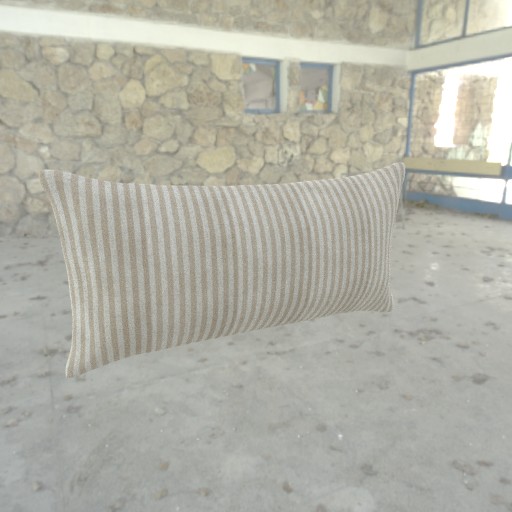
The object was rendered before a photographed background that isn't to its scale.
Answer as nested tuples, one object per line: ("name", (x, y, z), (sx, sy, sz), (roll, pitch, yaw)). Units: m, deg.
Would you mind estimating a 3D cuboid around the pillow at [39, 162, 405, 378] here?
("pillow", (0.000, 0.000, 0.731), (0.617, 0.295, 0.151), (-7, 16, -25))
